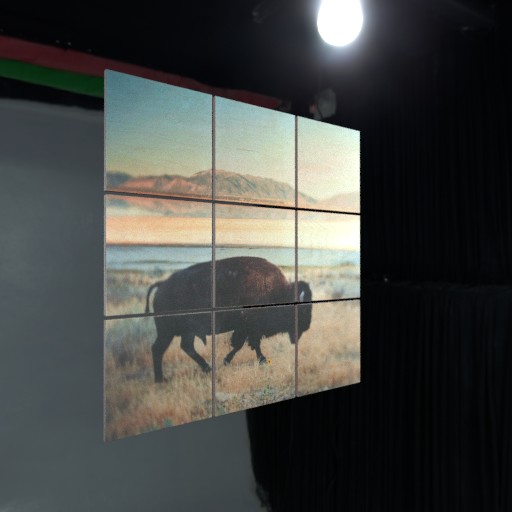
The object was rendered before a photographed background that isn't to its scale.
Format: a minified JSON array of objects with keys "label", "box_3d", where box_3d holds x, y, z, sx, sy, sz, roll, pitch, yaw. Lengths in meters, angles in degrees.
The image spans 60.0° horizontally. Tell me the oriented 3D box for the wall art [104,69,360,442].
[{"label":"wall art","box_3d":[0.000,0.000,1.342,0.906,0.904,0.018,0,0,-35]}]
